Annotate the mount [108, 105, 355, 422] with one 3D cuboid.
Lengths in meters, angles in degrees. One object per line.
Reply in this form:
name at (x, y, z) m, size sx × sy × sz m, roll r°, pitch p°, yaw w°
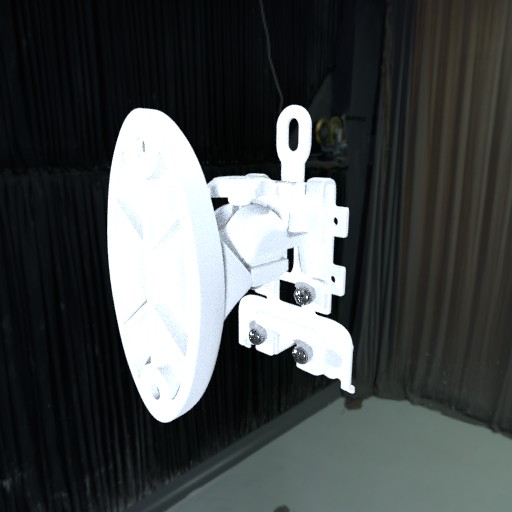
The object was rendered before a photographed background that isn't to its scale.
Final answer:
mount at (0.000, 0.000, 0.178) m, size 0.066 × 0.118 × 0.100 m, roll 13°, pitch 19°, yaw 43°
